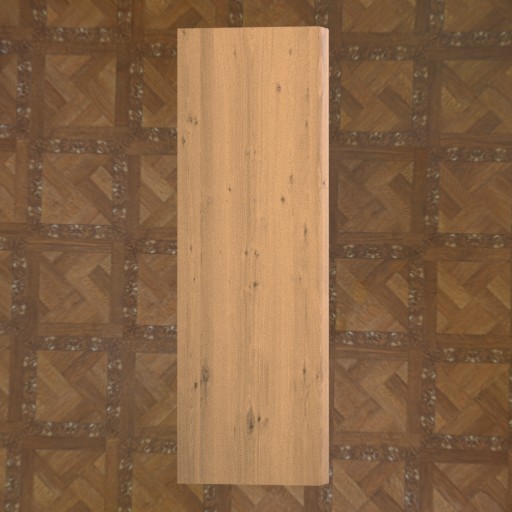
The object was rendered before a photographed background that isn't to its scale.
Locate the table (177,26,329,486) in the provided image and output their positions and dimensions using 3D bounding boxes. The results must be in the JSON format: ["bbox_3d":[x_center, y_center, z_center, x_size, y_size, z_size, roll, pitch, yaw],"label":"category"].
[{"bbox_3d":[0.000,0.000,1.418,0.400,0.510,1.200,0,90,2],"label":"table"}]
